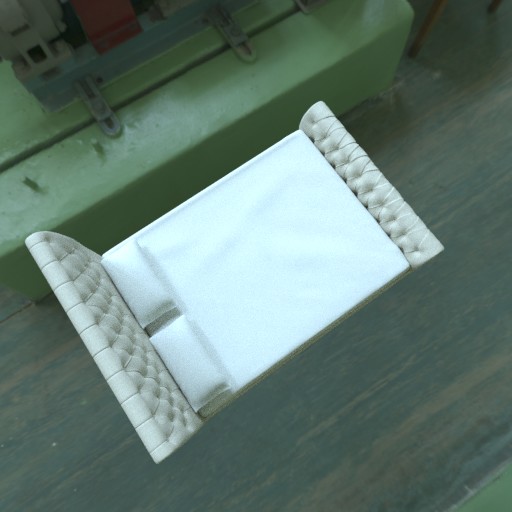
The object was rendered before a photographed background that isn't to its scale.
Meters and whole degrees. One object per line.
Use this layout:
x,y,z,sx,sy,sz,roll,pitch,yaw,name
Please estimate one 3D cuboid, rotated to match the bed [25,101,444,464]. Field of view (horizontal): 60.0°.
0.000,0.000,3.415,2.493,1.268,1.606,-34,78,-8,bed
